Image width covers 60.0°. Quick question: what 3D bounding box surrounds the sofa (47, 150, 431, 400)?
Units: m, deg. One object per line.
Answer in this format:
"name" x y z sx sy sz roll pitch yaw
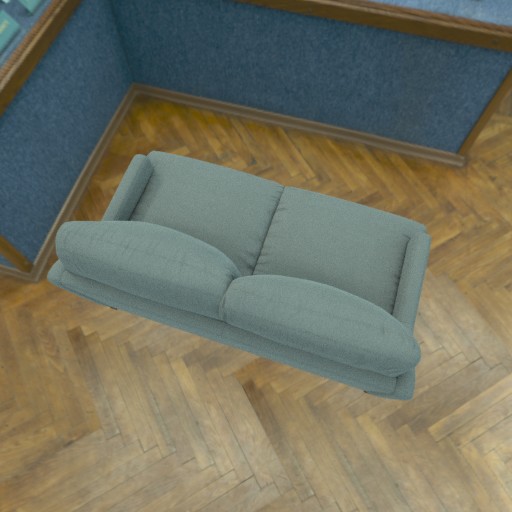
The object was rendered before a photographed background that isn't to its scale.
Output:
"sofa" 0.000 0.000 2.176 1.589 0.921 0.987 17 66 8
